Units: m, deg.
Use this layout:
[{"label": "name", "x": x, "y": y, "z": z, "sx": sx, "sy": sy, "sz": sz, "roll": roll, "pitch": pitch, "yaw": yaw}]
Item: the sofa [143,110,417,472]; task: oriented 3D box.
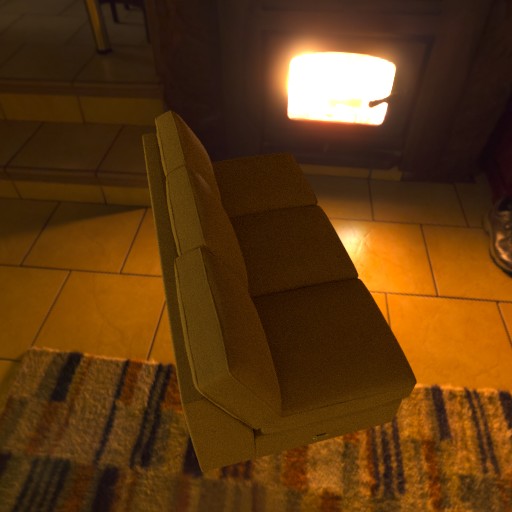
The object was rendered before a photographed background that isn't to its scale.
[{"label": "sofa", "x": 0.000, "y": 0.000, "z": 2.732, "sx": 1.127, "sy": 1.036, "sz": 2.092, "roll": -10, "pitch": 47, "yaw": -10}]
